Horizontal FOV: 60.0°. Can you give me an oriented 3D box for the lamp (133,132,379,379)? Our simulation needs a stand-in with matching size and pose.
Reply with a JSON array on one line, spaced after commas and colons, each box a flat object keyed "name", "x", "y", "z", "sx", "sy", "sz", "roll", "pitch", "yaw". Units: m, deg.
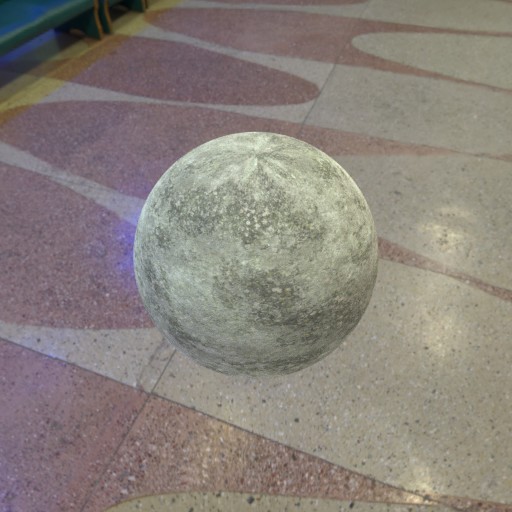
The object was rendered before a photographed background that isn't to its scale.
[{"name": "lamp", "x": 0.000, "y": 0.000, "z": 0.791, "sx": 0.422, "sy": 0.429, "sz": 0.422, "roll": 0, "pitch": 47, "yaw": 0}]
